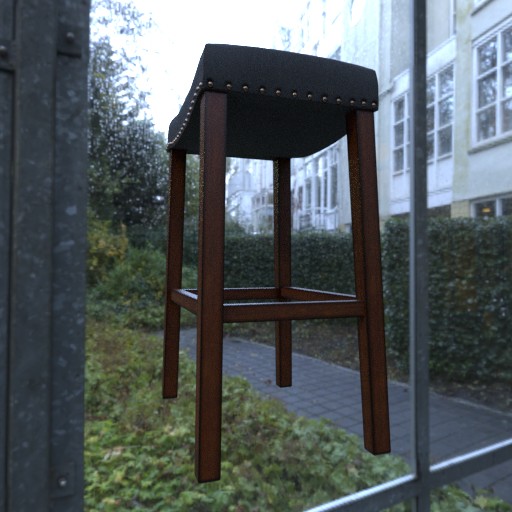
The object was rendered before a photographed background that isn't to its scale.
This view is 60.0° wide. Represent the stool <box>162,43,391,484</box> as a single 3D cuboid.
[{"bbox_3d":[0.000,0.000,1.016,0.366,0.748,0.502,0,-1,-19],"label":"stool"}]
